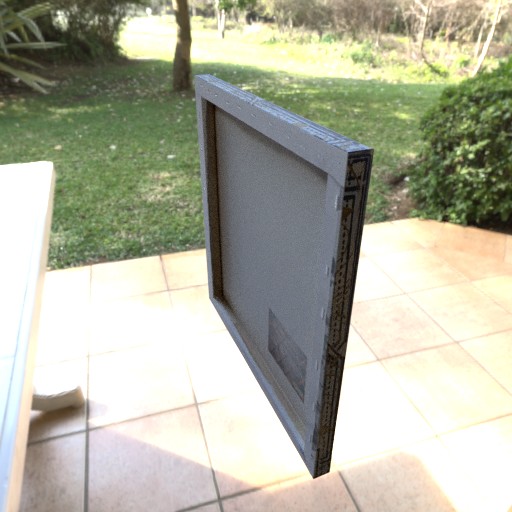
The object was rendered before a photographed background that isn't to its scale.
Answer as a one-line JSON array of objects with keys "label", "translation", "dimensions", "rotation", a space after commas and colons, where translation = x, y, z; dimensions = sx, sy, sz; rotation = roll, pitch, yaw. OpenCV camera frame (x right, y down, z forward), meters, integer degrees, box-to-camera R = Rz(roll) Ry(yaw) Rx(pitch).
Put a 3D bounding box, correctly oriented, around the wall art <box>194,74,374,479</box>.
[{"label": "wall art", "translation": [0.000, 0.000, 0.898], "dimensions": [0.036, 0.607, 0.609], "rotation": [-12, 33, -20]}]
